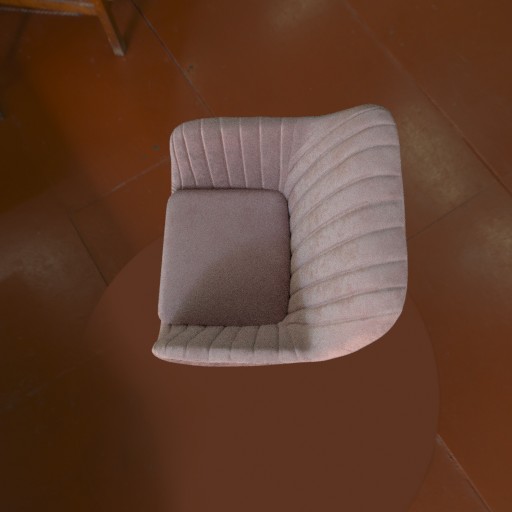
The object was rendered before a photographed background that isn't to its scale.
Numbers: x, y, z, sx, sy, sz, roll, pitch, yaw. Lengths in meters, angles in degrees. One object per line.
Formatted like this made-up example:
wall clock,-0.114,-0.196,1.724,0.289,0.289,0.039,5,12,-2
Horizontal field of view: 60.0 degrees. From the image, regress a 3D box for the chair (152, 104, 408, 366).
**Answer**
chair,0.000,0.000,1.232,0.570,0.832,0.610,1,74,0
